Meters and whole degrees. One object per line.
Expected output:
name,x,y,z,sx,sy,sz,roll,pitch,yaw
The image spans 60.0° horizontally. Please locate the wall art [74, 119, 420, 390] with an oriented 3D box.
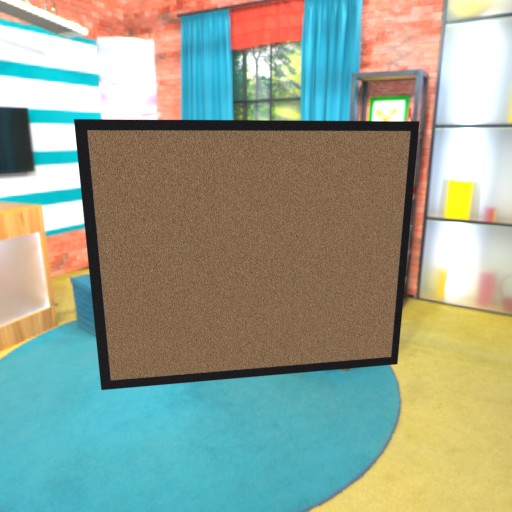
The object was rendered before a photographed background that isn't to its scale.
wall art,0.000,0.000,0.776,0.554,0.454,0.030,-2,15,-9
